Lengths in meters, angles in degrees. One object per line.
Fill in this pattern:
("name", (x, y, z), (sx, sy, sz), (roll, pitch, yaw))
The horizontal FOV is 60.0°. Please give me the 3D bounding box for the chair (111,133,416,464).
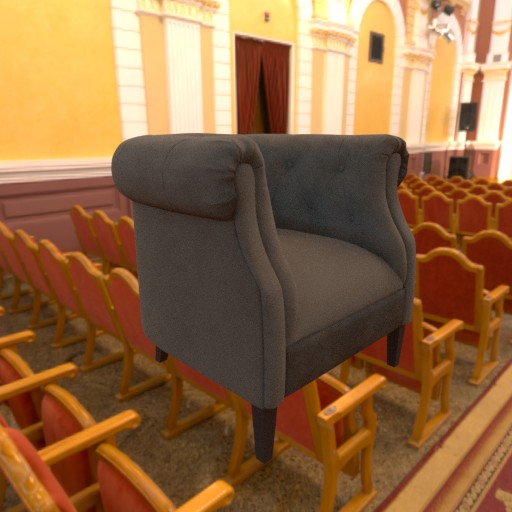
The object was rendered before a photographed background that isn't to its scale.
("chair", (0.000, 0.000, 1.548), (0.851, 0.826, 0.904), (15, 22, 43))
